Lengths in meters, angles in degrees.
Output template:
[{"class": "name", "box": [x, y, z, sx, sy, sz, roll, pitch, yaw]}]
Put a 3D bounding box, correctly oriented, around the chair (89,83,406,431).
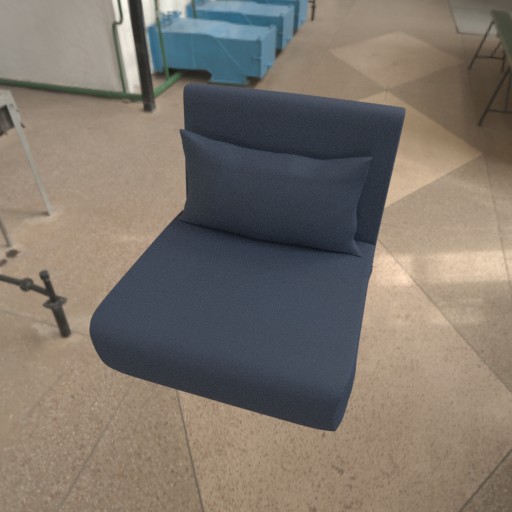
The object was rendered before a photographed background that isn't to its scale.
[{"class": "chair", "box": [0.000, 0.000, 1.474, 0.770, 0.808, 0.900, 12, 42, 13]}]
